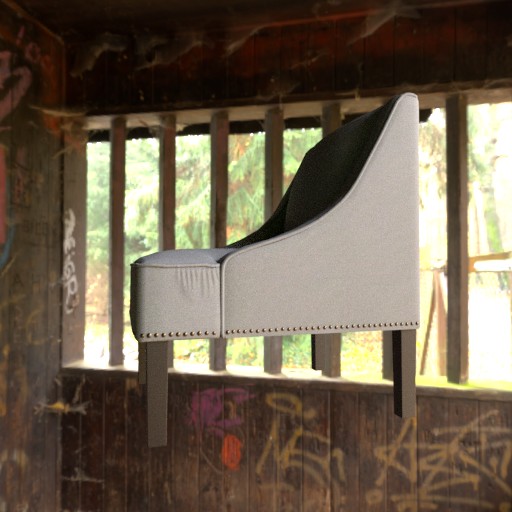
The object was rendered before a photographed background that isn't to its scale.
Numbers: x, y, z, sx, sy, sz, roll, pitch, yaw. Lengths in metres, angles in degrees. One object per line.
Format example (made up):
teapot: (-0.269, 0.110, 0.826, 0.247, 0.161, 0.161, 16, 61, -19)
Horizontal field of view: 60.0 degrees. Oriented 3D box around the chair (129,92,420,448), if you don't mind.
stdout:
chair: (0.000, 0.000, 1.371, 0.747, 0.867, 0.631, 0, -1, -17)
